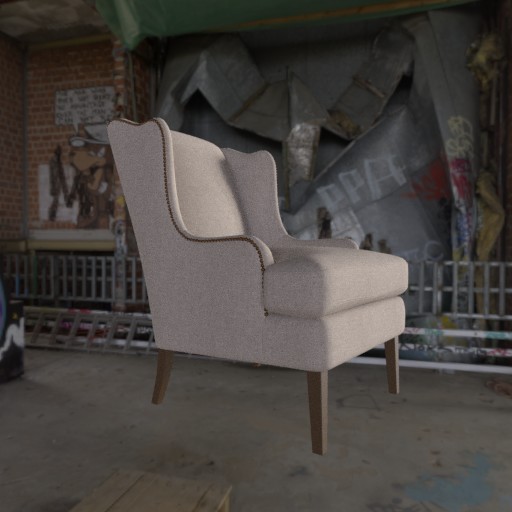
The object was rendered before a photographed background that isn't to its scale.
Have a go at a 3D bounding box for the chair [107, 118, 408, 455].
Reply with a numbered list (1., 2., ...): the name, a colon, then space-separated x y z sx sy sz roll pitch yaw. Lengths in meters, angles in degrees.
1. chair: 0.000 0.000 1.663 0.940 1.029 0.737 1 2 36
